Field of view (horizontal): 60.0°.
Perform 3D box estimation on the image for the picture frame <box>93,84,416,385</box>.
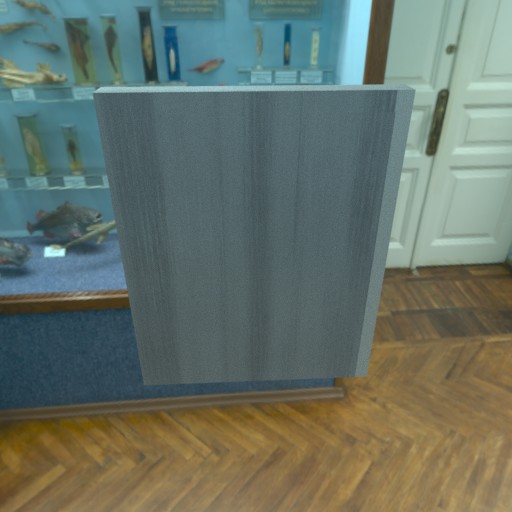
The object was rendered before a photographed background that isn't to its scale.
[{"bbox_3d":[0.000,0.000,0.774,0.449,0.555,0.046,-2,30,-3],"label":"picture frame"}]
